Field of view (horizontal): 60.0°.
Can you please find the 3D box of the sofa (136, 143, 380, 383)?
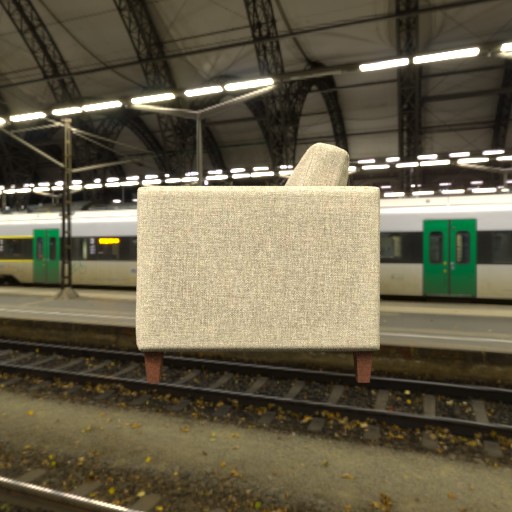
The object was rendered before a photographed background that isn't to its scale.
[{"bbox_3d":[0.000,0.000,2.857,0.948,0.951,2.434,0,1,0],"label":"sofa"}]
